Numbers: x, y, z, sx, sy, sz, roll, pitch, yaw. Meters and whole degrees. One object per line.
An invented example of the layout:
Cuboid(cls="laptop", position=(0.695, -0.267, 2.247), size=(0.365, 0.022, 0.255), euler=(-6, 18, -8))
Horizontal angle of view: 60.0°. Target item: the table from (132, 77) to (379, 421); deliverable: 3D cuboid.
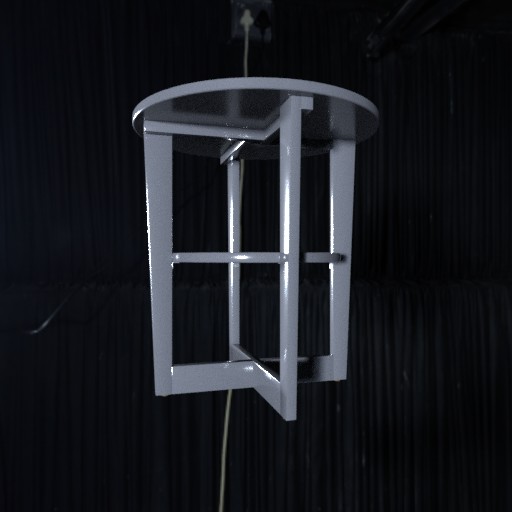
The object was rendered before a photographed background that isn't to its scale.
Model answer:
Cuboid(cls="table", position=(0.000, 0.000, 0.931), size=(0.500, 0.550, 0.500), euler=(0, 0, 0))
